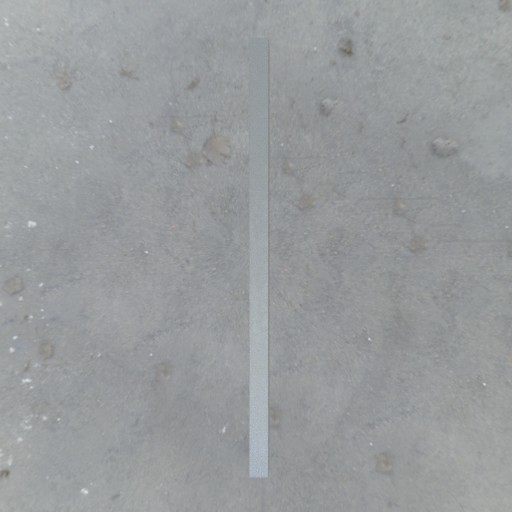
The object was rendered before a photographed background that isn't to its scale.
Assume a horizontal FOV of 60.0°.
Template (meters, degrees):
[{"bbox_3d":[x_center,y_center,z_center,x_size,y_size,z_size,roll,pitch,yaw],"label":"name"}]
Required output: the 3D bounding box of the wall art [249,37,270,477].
[{"bbox_3d":[0.000,0.000,1.218,0.038,0.807,0.809,0,91,-1],"label":"wall art"}]
